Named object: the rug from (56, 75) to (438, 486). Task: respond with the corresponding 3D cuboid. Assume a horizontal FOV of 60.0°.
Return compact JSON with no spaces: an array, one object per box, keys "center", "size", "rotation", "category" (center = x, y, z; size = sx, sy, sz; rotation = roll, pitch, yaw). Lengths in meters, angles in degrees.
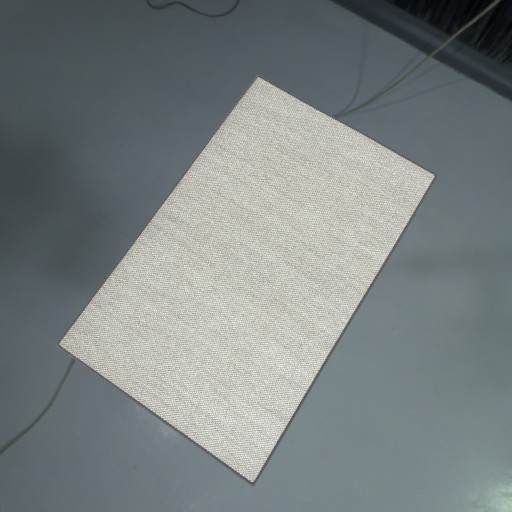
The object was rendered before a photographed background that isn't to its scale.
[{"center":[0.000,0.000,2.089],"size":[1.067,0.013,1.676],"rotation":[32,78,8],"category":"rug"}]
